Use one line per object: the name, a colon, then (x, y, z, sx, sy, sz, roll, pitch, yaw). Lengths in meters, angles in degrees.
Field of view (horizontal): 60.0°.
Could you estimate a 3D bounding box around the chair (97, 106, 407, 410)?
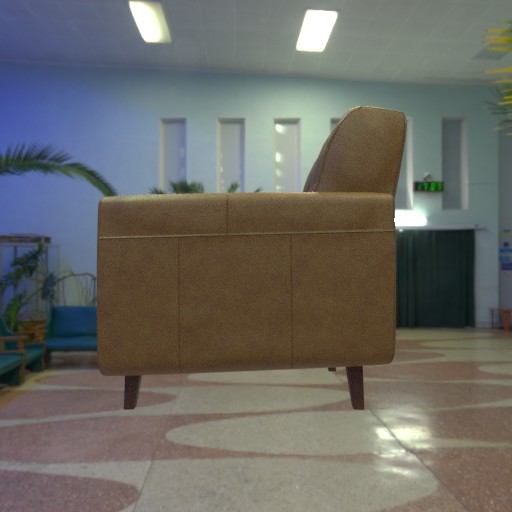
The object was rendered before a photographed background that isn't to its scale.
chair: (0.000, 0.000, 1.651, 0.942, 0.968, 0.845, 0, -1, 0)
